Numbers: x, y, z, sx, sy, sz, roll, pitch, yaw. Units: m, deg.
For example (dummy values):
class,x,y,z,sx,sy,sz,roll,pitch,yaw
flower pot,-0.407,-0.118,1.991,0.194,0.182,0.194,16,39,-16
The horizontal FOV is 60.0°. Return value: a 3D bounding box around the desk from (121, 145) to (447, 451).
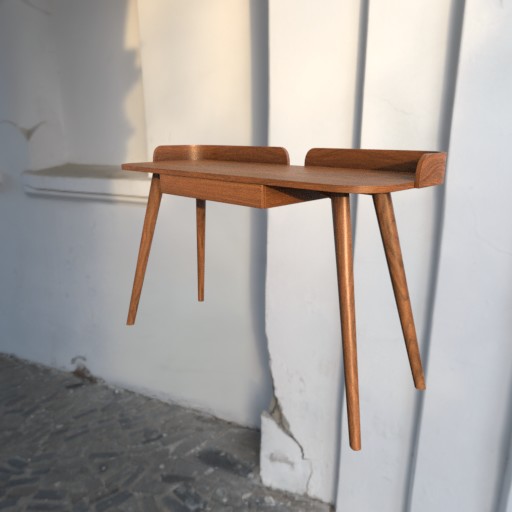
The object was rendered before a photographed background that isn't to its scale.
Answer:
class,x,y,z,sx,sy,sz,roll,pitch,yaw
desk,0.000,0.000,1.701,1.256,0.800,0.486,14,21,42
